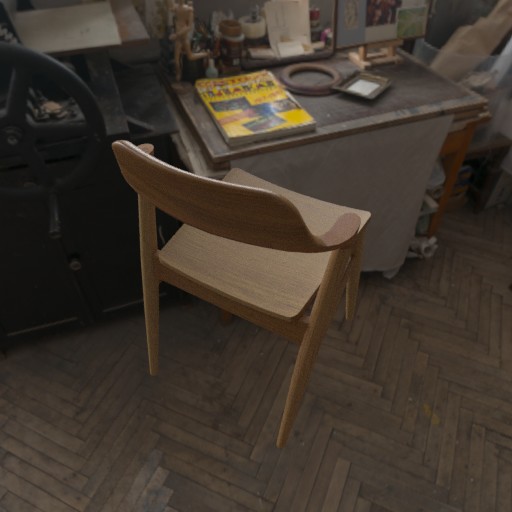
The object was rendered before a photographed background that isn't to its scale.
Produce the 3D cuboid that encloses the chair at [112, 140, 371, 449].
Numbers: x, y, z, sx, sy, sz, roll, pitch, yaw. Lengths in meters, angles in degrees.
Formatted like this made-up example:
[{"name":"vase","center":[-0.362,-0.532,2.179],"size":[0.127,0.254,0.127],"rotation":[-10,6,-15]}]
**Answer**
[{"name":"chair","center":[0.000,0.000,1.113],"size":[0.512,0.792,0.499],"rotation":[22,49,21]}]
